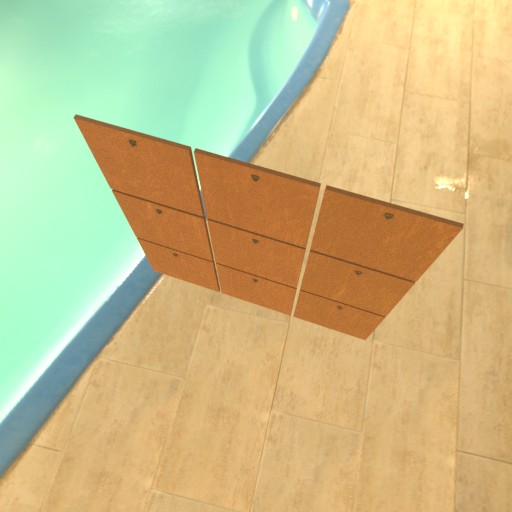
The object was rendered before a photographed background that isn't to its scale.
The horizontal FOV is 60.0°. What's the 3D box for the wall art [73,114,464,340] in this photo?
[{"bbox_3d":[0.000,0.000,1.400,0.915,0.913,0.018,17,66,8],"label":"wall art"}]
